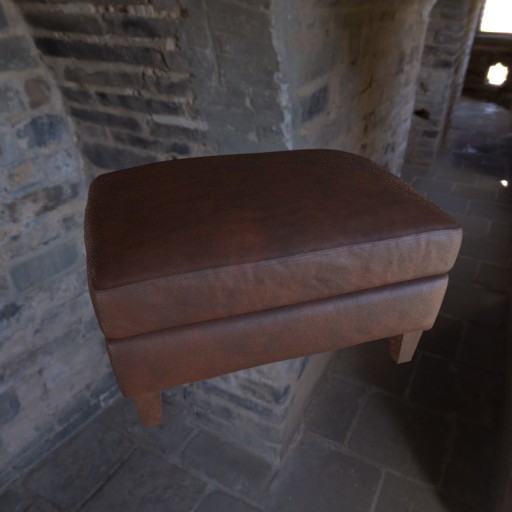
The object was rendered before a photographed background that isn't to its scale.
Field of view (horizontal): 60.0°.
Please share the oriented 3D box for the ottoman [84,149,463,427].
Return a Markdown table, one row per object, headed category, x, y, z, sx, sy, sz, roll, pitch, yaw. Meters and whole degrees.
| category | x | y | z | sx | sy | sz | roll | pitch | yaw |
| --- | --- | --- | --- | --- | --- | --- | --- | --- | --- |
| ottoman | 0.000 | 0.000 | 1.285 | 0.887 | 0.527 | 0.659 | -9 | 32 | -15 |
